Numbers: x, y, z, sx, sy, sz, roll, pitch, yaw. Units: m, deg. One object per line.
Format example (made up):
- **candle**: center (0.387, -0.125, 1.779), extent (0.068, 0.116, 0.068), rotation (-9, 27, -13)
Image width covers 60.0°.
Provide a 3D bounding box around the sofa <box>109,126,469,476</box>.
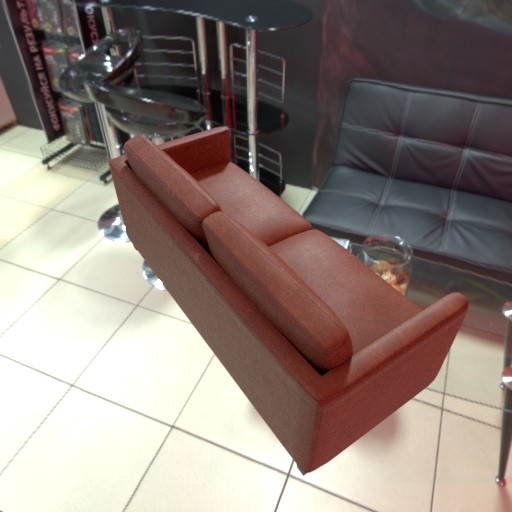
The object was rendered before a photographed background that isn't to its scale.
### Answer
- **sofa**: center (0.000, 0.000, 2.693), extent (0.950, 0.932, 2.204), rotation (-25, 47, -25)
